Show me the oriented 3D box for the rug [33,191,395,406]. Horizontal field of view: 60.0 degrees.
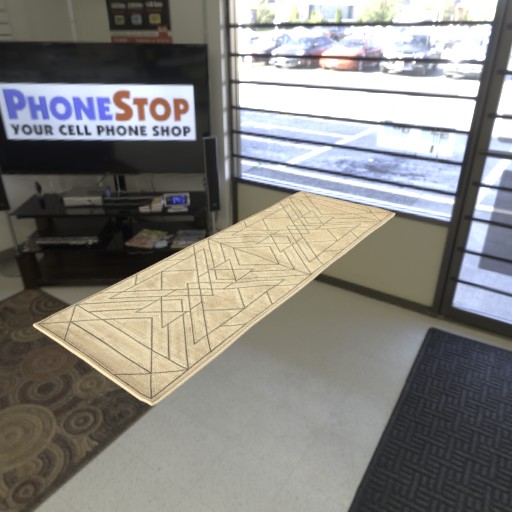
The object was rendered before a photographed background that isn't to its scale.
[{"bbox_3d":[0.000,0.000,2.694,0.831,0.036,2.381,19,33,32],"label":"rug"}]
